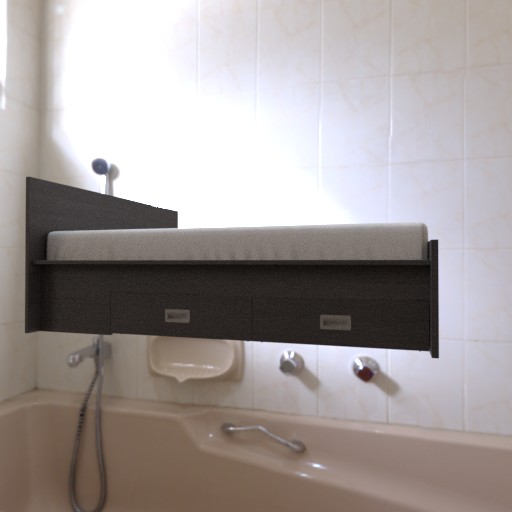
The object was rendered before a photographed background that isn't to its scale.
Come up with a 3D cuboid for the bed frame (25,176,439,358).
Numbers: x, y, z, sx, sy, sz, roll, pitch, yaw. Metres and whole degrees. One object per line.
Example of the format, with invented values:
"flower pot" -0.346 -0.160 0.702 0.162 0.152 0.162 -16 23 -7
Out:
"bed frame" 0.000 0.000 2.742 1.960 0.800 1.622 0 -1 18
